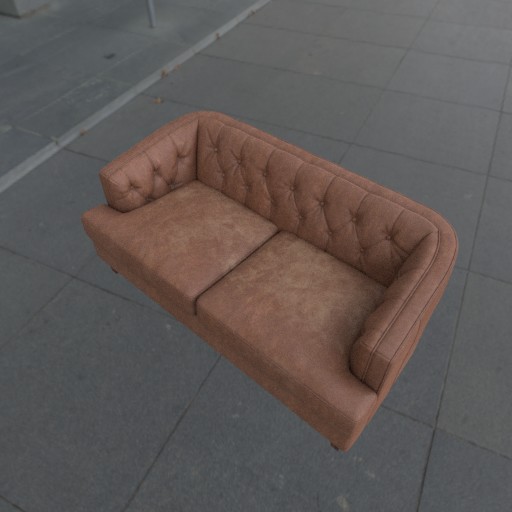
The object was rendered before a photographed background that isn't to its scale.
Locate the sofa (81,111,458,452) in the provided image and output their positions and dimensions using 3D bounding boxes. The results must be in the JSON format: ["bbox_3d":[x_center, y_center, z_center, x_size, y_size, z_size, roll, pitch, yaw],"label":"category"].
[{"bbox_3d":[0.000,0.000,2.273,1.755,0.786,0.914,32,54,27],"label":"sofa"}]
